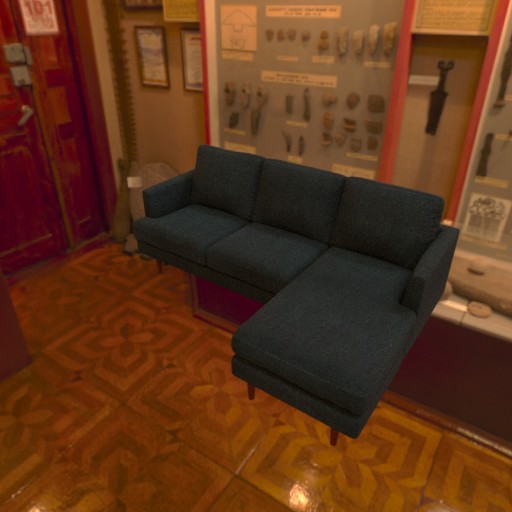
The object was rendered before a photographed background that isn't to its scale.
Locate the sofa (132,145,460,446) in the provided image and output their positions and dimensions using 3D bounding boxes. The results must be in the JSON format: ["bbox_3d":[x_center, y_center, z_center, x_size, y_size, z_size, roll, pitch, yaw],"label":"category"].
[{"bbox_3d":[0.000,0.000,3.030,2.233,0.956,1.504,20,36,30],"label":"sofa"}]
